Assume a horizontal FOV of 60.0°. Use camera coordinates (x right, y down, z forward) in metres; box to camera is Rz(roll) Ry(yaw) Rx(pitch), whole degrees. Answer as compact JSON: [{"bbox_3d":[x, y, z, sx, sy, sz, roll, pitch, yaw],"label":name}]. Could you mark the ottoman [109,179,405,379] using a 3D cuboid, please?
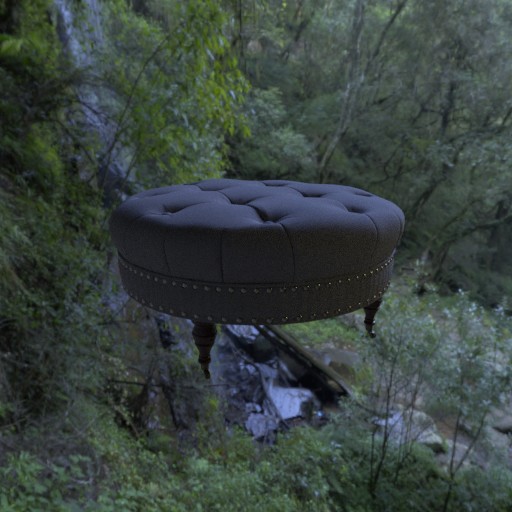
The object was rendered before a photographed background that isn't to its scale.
[{"bbox_3d":[0.000,0.000,1.436,0.901,0.439,0.901,0,16,0],"label":"ottoman"}]
